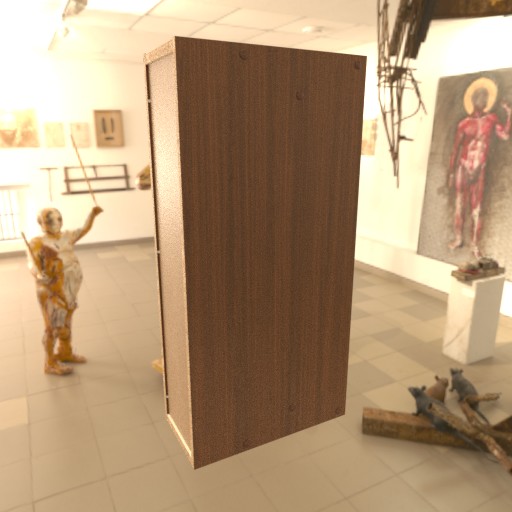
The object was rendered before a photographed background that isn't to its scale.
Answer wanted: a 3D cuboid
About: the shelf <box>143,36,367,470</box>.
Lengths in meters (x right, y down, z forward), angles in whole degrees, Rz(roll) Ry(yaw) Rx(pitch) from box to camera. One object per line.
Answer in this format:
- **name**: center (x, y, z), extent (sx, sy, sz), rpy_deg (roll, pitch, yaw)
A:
- **shelf**: center (0.000, 0.000, 0.718), extent (0.290, 0.600, 0.147), rpy_deg (-8, 17, -27)
